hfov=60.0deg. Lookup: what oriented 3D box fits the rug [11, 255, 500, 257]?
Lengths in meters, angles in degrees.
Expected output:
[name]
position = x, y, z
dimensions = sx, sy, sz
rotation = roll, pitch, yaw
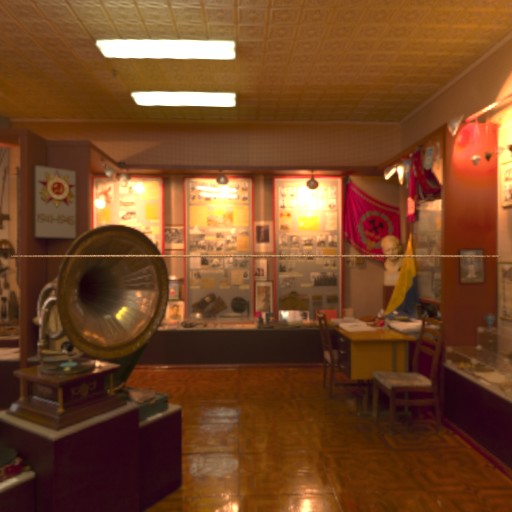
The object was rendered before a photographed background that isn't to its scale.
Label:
[rug]
position = 0.000, 0.000, 2.954
dimensions = 2.428, 0.007, 1.519
rotation = 0, 0, 0
